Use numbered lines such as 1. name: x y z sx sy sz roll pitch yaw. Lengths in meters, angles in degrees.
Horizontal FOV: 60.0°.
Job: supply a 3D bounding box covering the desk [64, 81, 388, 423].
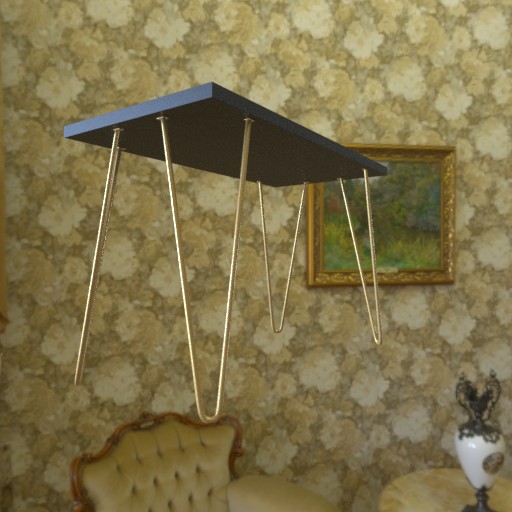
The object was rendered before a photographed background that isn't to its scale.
1. desk: 0.000 0.000 1.389 0.499 0.660 0.991 0 0 35
